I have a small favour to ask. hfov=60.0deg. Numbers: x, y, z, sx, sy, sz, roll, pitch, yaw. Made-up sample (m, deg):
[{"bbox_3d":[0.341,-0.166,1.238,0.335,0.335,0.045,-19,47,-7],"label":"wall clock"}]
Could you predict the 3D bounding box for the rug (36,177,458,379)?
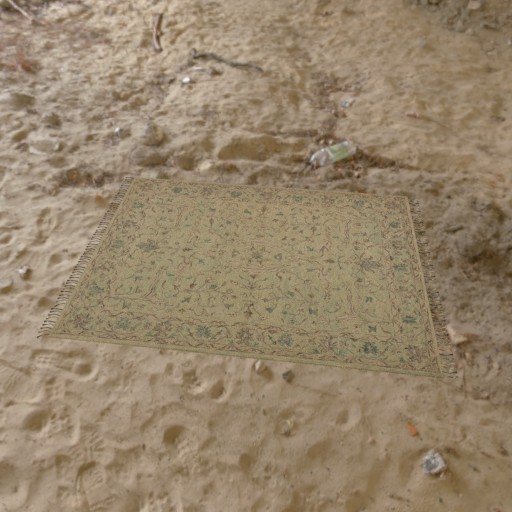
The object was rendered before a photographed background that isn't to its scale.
[{"bbox_3d":[0.000,0.000,2.301,1.802,0.008,1.247,5,45,5],"label":"rug"}]
